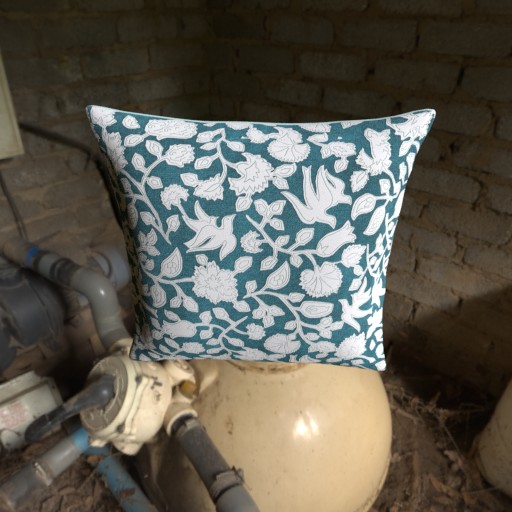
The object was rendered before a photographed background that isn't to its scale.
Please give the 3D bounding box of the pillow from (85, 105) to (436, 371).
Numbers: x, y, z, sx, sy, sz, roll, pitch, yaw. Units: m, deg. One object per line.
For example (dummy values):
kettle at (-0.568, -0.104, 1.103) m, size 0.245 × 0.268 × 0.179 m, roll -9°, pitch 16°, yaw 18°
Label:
pillow at (0.000, 0.000, 0.783) m, size 0.525 × 0.508 × 0.166 m, roll 2°, pitch 30°, yaw 3°
